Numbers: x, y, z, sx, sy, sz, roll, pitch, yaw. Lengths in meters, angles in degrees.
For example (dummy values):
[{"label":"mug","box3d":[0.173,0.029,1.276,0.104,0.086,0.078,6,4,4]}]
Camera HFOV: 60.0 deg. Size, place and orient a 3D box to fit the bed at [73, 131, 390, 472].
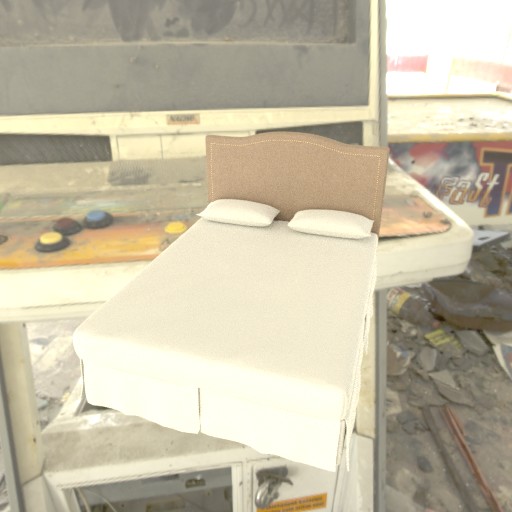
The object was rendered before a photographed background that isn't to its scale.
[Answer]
[{"label":"bed","box3d":[0.000,0.000,3.381,1.821,1.436,2.282,8,28,16]}]
